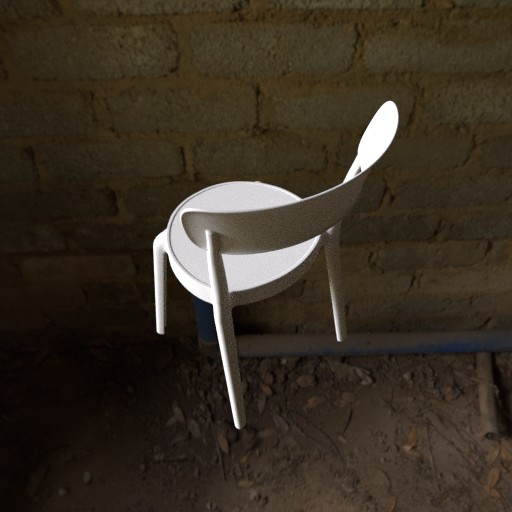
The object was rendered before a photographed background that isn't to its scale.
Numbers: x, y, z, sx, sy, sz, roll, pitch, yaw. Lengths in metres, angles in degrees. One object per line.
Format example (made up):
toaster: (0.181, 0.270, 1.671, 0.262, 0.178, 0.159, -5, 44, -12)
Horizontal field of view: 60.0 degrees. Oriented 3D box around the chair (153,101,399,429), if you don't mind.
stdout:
chair: (0.000, 0.000, 1.134, 0.506, 0.790, 0.491, -33, 55, -26)
